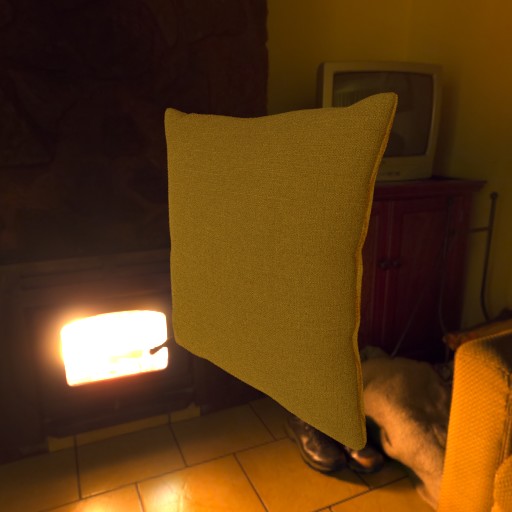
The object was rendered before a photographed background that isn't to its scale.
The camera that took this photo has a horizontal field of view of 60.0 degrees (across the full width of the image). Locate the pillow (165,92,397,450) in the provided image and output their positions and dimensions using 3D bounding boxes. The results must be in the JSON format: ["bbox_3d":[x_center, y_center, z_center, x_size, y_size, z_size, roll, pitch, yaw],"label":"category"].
[{"bbox_3d":[0.000,0.000,0.660,0.159,0.436,0.429,-14,20,-42],"label":"pillow"}]
